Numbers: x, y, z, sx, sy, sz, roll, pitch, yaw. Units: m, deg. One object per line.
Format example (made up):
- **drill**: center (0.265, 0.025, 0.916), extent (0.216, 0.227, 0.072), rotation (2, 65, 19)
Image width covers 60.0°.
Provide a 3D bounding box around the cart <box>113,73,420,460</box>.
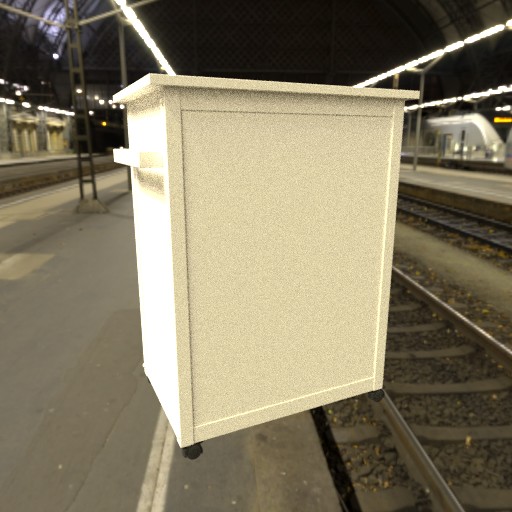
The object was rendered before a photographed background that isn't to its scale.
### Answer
- **cart**: center (0.000, 0.000, 1.248), extent (0.683, 0.864, 0.442), rotation (-7, 16, -25)
